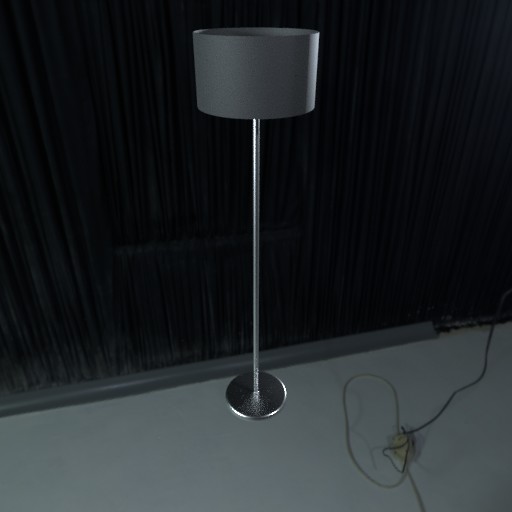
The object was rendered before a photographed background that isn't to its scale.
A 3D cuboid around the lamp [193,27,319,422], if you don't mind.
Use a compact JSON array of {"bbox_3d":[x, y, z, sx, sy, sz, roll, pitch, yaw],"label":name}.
[{"bbox_3d":[0.000,0.000,1.593,0.348,1.443,0.348,-9,31,-14],"label":"lamp"}]
